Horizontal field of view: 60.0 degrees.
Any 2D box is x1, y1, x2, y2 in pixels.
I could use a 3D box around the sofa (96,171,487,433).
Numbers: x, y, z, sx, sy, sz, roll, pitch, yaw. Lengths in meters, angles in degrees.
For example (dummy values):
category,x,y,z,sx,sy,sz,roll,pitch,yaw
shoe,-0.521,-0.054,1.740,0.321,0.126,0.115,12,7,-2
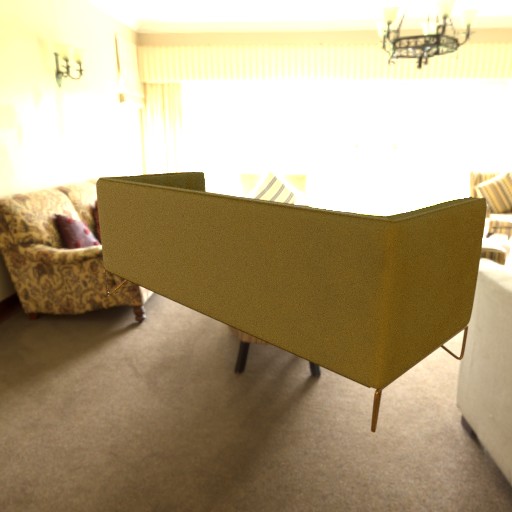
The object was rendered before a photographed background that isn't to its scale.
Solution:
category,x,y,z,sx,sy,sz,roll,pitch,yaw
sofa,0.000,0.000,2.473,0.867,0.789,2.087,-15,21,-43
